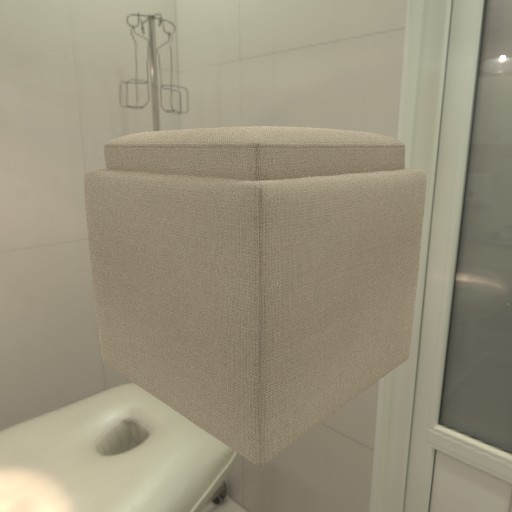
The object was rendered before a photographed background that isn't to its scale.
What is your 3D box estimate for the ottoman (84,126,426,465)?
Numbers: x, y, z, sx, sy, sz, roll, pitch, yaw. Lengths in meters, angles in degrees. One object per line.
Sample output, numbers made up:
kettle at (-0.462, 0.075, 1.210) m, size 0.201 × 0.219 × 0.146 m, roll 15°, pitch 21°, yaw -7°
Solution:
ottoman at (0.000, 0.000, 0.828) m, size 0.450 × 0.460 × 0.451 m, roll 13°, pitch 19°, yaw 42°
